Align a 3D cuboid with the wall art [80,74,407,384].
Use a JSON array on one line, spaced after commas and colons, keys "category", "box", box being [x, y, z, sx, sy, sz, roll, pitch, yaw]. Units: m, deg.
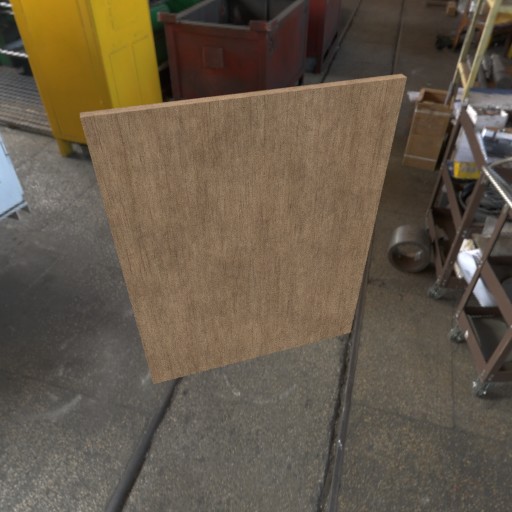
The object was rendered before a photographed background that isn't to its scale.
[{"category": "wall art", "box": [0.000, 0.000, 0.928, 0.534, 0.686, 0.018, -12, 43, -13]}]
